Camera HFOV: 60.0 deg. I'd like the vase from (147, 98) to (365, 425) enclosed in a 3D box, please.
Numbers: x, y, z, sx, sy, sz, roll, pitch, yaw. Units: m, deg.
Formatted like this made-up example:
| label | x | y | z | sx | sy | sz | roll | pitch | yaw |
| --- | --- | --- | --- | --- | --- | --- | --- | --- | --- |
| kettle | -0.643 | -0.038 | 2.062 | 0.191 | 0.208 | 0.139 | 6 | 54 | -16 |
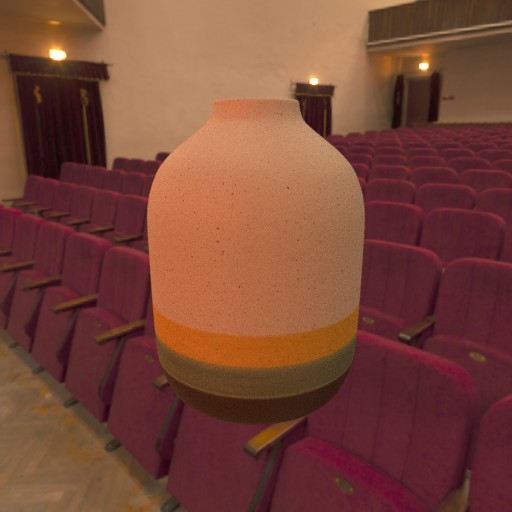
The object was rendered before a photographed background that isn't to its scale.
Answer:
| label | x | y | z | sx | sy | sz | roll | pitch | yaw |
| --- | --- | --- | --- | --- | --- | --- | --- | --- | --- |
| vase | 0.000 | 0.000 | 0.362 | 0.169 | 0.240 | 0.169 | 0 | 16 | 0 |
